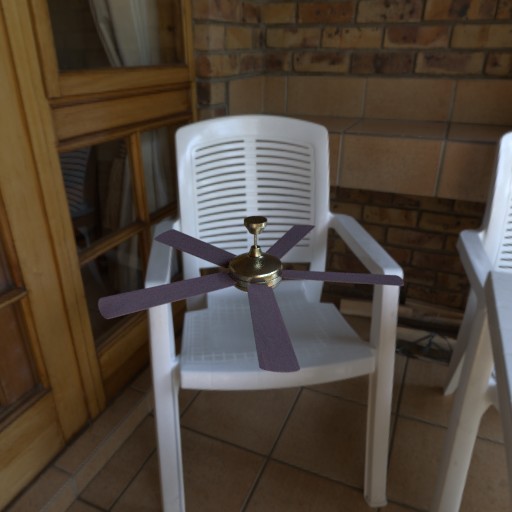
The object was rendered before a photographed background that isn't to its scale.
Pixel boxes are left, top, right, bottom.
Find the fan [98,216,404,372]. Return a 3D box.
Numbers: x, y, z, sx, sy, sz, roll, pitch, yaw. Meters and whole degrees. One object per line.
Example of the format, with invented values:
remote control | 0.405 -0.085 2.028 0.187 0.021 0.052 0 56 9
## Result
fan | 0.000 0.000 2.037 1.321 0.356 1.321 8 26 15
